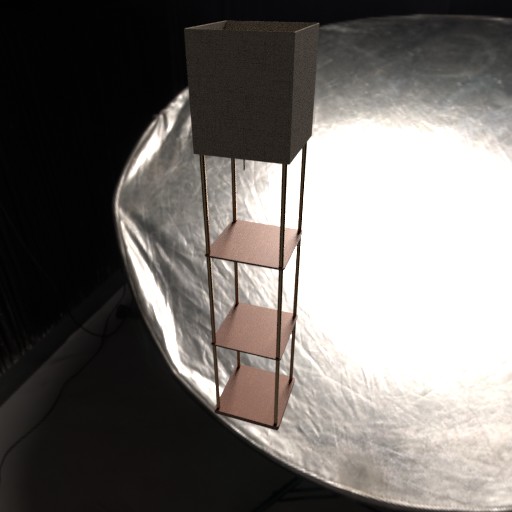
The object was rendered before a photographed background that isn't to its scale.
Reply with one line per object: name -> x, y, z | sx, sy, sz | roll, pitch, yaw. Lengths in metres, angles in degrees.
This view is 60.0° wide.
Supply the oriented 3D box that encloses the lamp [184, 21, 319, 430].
lamp -> 0.000, 0.000, 1.697 | 0.310, 1.569, 0.308 | 10, 33, 16
